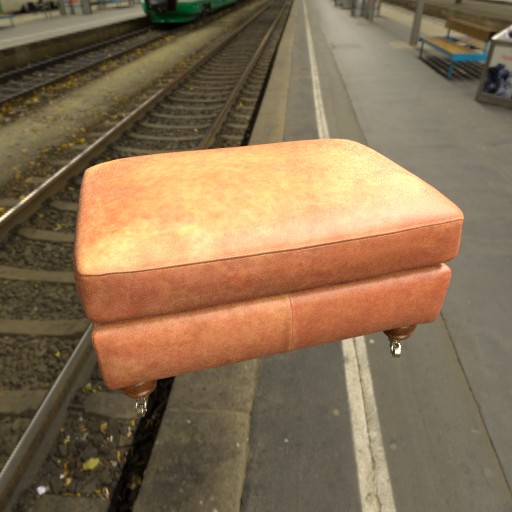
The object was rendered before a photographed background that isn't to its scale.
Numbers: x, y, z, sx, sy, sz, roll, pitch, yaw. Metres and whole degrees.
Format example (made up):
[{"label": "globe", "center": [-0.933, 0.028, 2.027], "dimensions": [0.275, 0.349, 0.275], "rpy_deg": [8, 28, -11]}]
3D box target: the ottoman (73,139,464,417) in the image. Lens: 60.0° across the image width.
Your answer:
[{"label": "ottoman", "center": [0.000, 0.000, 1.189], "dimensions": [0.852, 0.507, 0.565], "rpy_deg": [-9, 33, -14]}]
